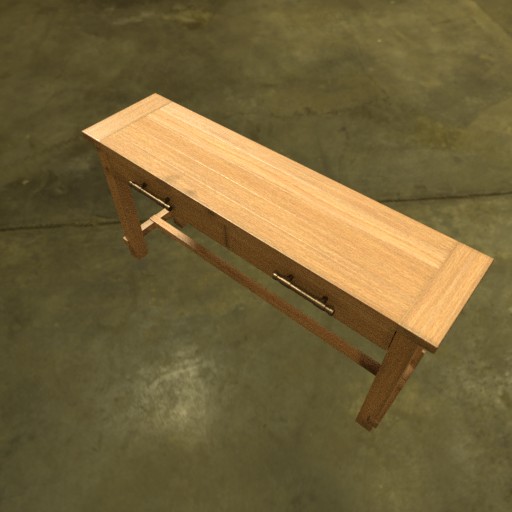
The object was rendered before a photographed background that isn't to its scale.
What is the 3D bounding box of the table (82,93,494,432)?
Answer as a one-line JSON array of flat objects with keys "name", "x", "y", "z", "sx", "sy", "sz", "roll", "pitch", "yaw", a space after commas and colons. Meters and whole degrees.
[{"name": "table", "x": 0.000, "y": 0.000, "z": 1.910, "sx": 1.599, "sy": 0.762, "sz": 0.442, "roll": 32, "pitch": 56, "yaw": 25}]
